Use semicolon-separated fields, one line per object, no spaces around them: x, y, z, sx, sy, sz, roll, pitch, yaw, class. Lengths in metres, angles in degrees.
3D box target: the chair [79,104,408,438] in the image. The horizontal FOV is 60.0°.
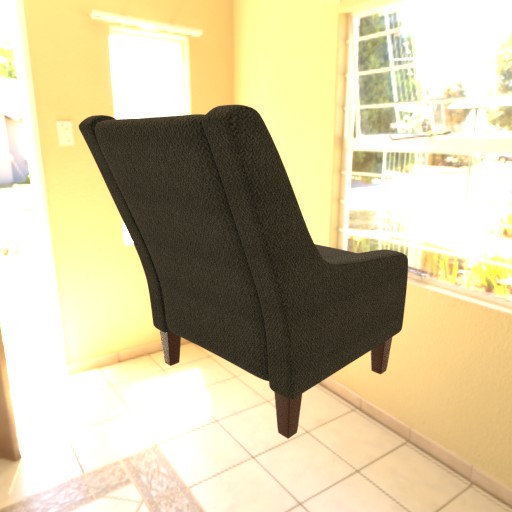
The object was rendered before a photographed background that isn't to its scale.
0.000;0.000;1.678;0.944;1.012;0.793;-14;20;-43;chair
